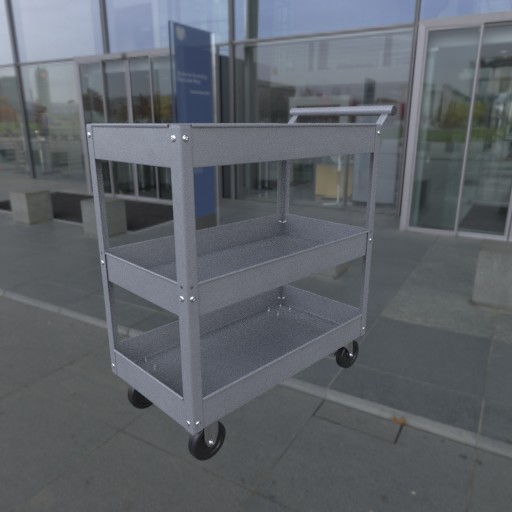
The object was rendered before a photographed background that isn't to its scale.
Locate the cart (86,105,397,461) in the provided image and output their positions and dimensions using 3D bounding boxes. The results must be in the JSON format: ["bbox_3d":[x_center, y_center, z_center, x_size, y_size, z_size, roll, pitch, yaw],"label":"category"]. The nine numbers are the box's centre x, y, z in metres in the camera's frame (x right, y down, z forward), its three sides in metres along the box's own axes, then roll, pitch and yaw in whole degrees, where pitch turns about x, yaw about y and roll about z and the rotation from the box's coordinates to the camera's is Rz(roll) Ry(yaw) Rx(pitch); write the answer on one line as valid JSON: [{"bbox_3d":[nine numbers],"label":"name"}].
[{"bbox_3d":[0.000,0.000,1.197,0.719,0.780,0.366,-16,23,-42],"label":"cart"}]
